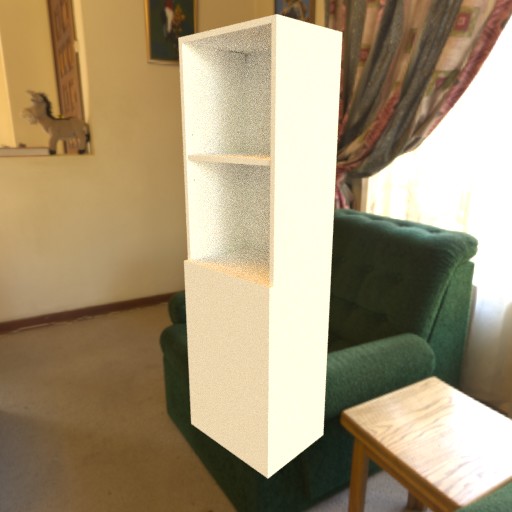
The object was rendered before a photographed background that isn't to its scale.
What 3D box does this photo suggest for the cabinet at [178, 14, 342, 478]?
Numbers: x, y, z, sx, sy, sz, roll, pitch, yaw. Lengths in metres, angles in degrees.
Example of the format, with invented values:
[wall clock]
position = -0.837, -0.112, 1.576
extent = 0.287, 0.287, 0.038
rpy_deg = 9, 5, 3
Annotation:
[cabinet]
position = 0.000, 0.000, 1.484
extent = 0.400, 1.350, 0.300
rpy_deg = 15, 21, 42
